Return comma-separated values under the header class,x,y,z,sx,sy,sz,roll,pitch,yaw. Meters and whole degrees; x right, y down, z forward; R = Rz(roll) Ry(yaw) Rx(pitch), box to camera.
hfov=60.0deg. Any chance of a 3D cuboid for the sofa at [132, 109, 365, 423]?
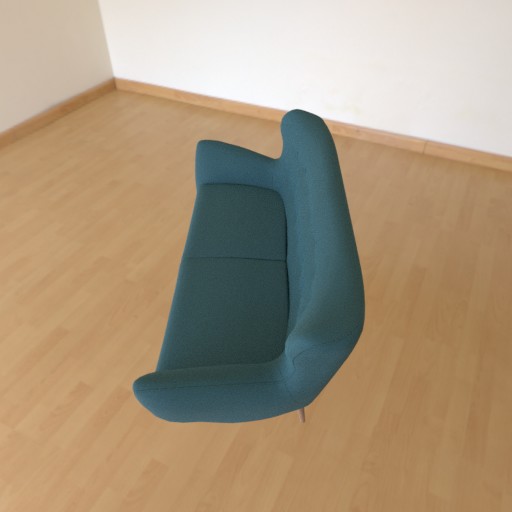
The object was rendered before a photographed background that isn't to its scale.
class,x,y,z,sx,sy,sz,roll,pitch,yaw
sofa,0.000,0.000,2.420,0.889,0.890,1.930,1,42,1
